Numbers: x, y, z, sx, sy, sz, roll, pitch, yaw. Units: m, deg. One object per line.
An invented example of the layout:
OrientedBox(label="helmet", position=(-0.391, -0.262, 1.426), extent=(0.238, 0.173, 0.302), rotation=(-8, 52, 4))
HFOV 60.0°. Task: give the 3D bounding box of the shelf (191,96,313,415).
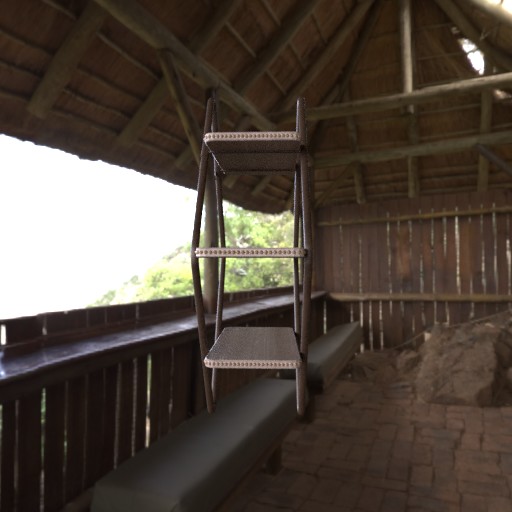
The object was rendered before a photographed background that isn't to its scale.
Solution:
OrientedBox(label="shelf", position=(0.000, 0.000, 1.079), extent=(0.234, 0.774, 0.609), rotation=(0, 0, 2))
